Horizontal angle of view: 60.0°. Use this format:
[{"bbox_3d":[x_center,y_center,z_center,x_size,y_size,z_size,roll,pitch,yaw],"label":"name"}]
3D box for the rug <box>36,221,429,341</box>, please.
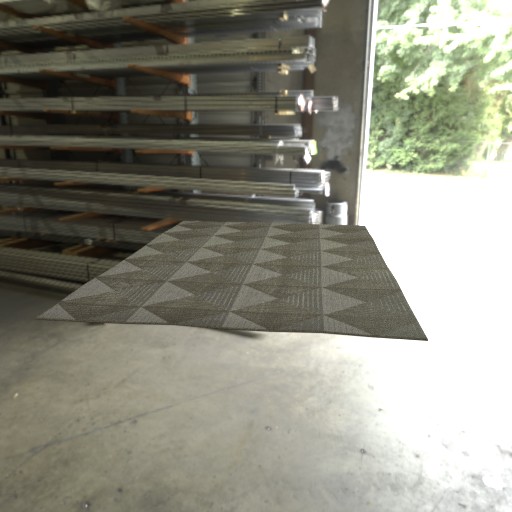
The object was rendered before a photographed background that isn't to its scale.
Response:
[{"bbox_3d":[0.000,0.000,4.284,2.428,0.027,3.333,2,15,7],"label":"rug"}]
